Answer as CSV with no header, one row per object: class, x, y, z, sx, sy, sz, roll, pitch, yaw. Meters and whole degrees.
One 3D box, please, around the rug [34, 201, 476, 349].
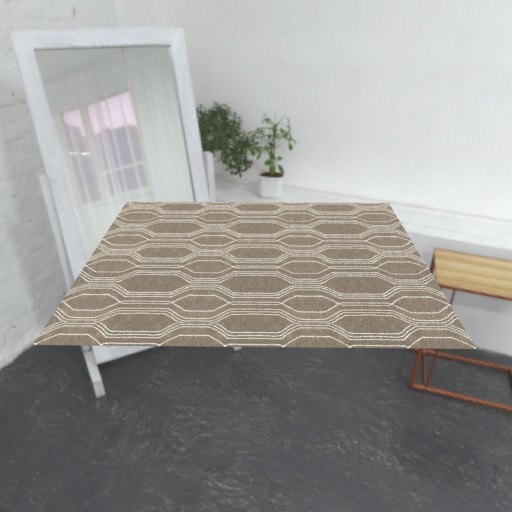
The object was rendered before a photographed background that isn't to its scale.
rug,0.000,0.000,4.118,3.062,0.012,2.457,0,31,1
